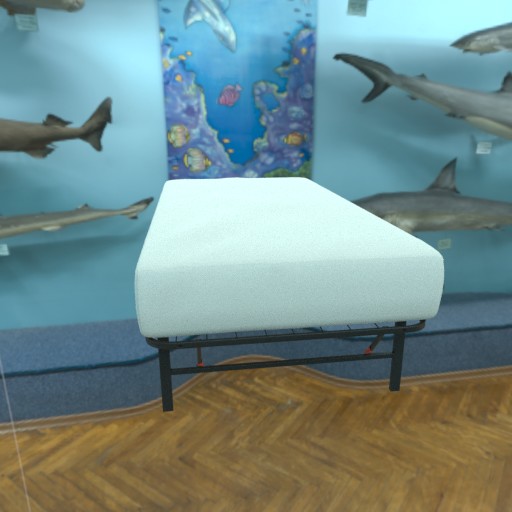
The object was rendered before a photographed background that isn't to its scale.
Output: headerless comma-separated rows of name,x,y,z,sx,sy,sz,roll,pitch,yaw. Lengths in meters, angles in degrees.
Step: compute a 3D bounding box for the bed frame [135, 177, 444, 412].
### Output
bed frame,0.000,0.000,2.356,1.025,0.640,1.908,-3,18,-8
